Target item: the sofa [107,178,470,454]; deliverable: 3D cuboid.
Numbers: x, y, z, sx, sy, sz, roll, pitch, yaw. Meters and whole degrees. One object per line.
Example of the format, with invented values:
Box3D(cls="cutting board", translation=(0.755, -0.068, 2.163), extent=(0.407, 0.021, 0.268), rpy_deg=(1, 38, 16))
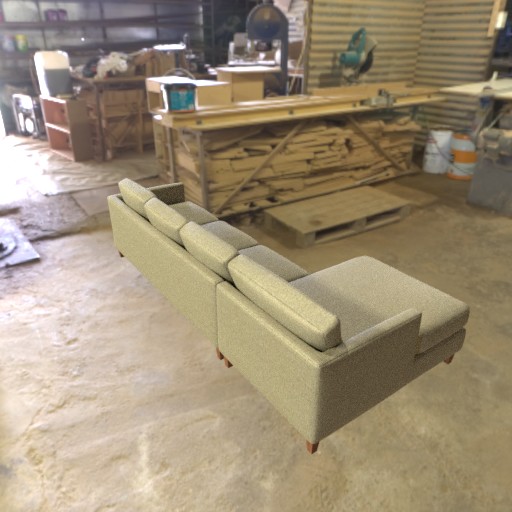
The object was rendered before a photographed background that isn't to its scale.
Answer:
Box3D(cls="sofa", translation=(0.000, 0.000, 3.836), extent=(1.502, 0.876, 3.201), rpy_deg=(-18, 32, -31))
